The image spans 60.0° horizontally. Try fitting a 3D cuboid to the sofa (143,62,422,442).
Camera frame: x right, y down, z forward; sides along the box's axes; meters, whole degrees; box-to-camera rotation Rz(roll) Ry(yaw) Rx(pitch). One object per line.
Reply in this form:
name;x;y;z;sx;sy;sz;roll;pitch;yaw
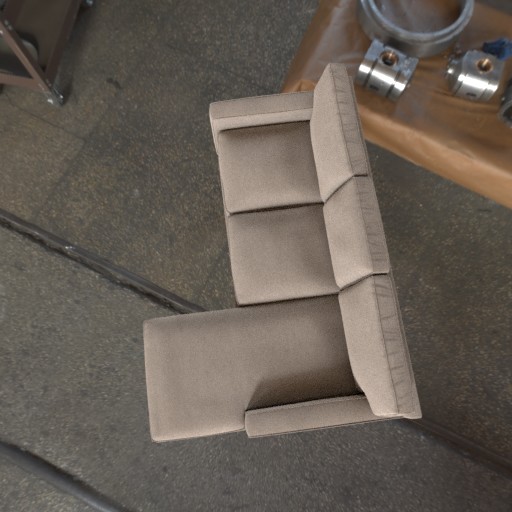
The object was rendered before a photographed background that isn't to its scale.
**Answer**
sofa;0.000;0.000;2.779;1.496;0.861;2.087;-7;76;-2
